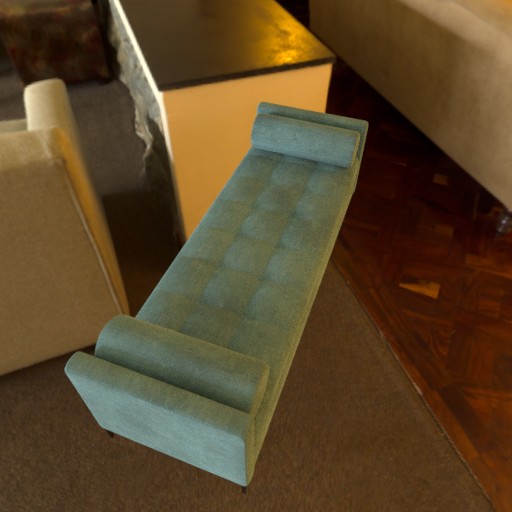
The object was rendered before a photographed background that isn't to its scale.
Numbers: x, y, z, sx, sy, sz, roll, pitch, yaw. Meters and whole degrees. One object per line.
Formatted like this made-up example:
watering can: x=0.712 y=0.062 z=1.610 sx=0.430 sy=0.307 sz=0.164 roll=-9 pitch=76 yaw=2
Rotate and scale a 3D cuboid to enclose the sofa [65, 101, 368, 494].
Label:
sofa: x=0.000 y=0.000 z=2.288 sx=0.686 sy=0.635 sz=1.981 roll=16 pitch=49 yaw=14
